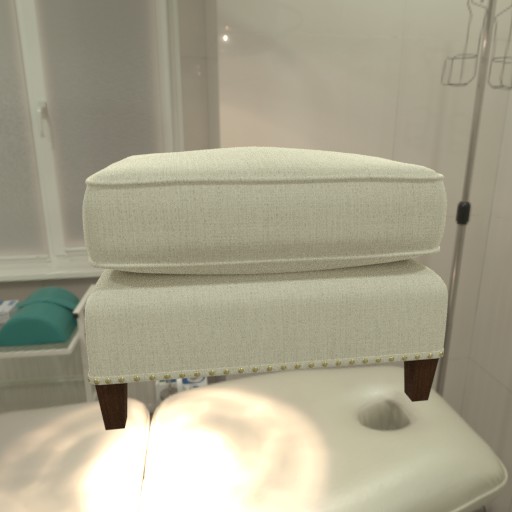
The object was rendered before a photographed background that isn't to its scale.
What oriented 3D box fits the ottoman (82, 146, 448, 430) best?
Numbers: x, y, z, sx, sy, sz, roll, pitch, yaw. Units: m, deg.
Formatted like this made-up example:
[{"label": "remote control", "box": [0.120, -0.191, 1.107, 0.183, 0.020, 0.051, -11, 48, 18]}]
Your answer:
[{"label": "ottoman", "box": [0.000, 0.000, 1.120, 0.738, 0.537, 0.589, -2, 16, -8]}]
